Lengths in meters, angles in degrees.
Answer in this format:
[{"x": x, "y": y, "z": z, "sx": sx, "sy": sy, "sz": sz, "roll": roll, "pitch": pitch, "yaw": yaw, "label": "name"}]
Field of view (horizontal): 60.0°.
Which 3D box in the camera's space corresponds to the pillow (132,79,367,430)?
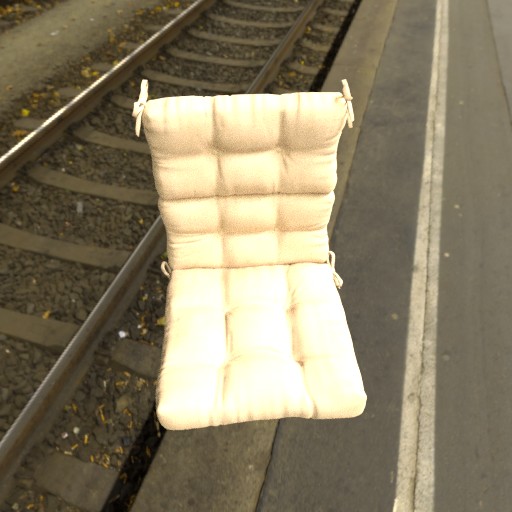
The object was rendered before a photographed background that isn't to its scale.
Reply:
[{"x": 0.000, "y": 0.000, "z": 1.019, "sx": 0.519, "sy": 0.605, "sz": 0.571, "roll": -3, "pitch": 46, "yaw": -3, "label": "pillow"}]
